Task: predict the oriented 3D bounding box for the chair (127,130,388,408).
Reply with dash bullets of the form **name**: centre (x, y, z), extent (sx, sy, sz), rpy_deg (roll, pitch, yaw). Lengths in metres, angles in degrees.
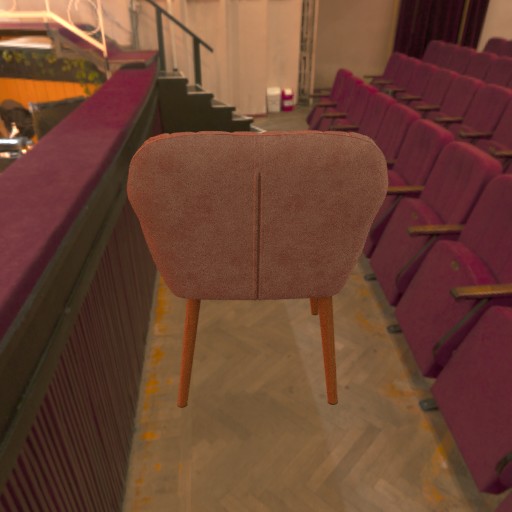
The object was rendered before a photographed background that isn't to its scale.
- **chair**: centre (0.000, 0.000, 1.245), extent (0.610, 0.832, 0.570), rpy_deg (-1, 30, -1)
